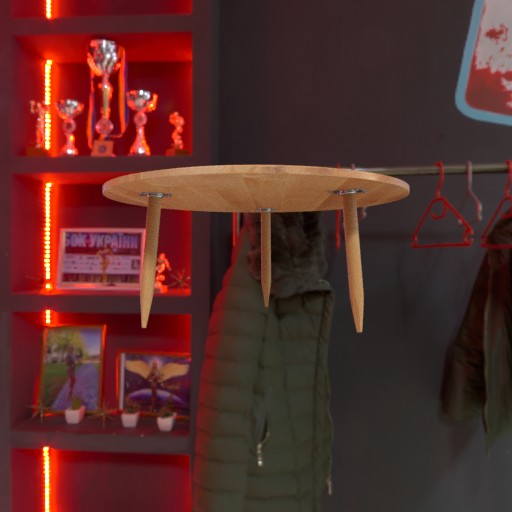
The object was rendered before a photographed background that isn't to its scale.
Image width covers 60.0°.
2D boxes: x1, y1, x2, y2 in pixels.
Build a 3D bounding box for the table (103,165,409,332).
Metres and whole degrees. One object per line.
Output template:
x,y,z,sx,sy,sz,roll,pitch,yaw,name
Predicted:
0.000,0.000,1.378,0.900,0.400,0.900,0,0,0,table
